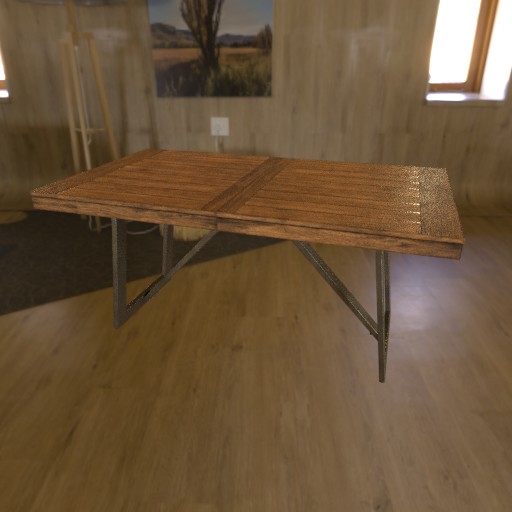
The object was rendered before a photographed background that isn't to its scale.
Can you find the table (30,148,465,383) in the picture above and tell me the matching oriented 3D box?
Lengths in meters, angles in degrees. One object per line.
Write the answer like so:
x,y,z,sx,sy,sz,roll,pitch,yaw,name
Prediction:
0.000,0.000,2.142,1.641,0.757,0.931,8,26,16,table
